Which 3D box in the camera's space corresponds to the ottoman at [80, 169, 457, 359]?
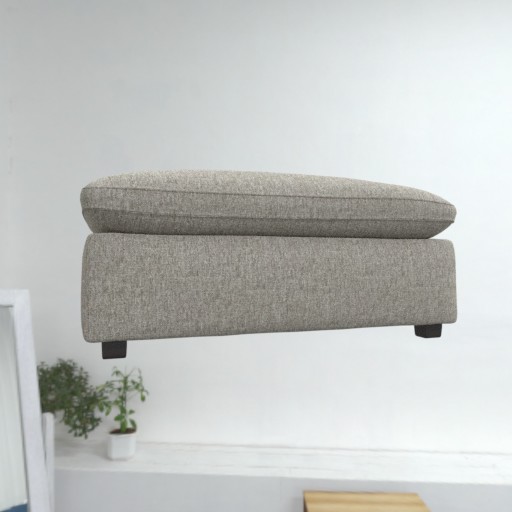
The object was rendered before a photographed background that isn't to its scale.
[{"bbox_3d":[0.000,0.000,1.360,0.977,0.451,0.694,0,-1,-18],"label":"ottoman"}]
